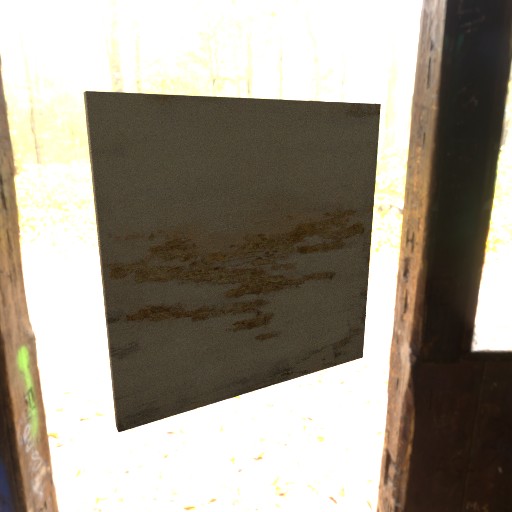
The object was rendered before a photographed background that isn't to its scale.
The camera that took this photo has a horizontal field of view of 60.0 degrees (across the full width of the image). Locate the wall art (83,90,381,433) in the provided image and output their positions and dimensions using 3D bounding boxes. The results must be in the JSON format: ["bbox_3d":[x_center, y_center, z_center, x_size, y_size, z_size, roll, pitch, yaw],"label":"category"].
[{"bbox_3d":[0.000,0.000,1.518,1.015,1.018,0.040,-8,17,-28],"label":"wall art"}]
